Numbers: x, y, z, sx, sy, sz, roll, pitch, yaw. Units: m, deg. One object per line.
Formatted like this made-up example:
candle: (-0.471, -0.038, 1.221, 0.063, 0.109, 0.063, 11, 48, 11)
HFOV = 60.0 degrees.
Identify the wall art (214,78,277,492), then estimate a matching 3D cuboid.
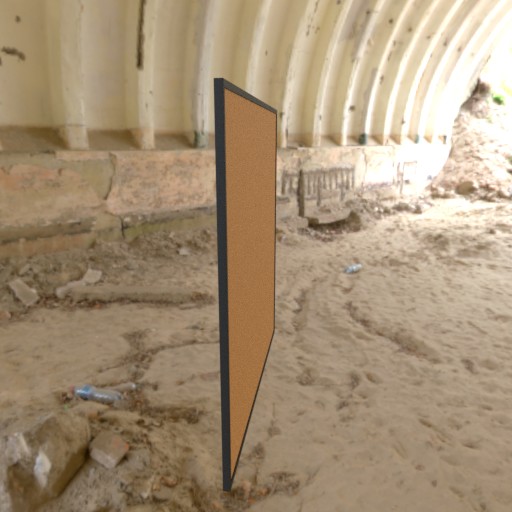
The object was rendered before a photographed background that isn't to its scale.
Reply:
wall art: (0.000, 0.000, 0.993, 0.015, 0.663, 0.664, 2, 15, 9)
